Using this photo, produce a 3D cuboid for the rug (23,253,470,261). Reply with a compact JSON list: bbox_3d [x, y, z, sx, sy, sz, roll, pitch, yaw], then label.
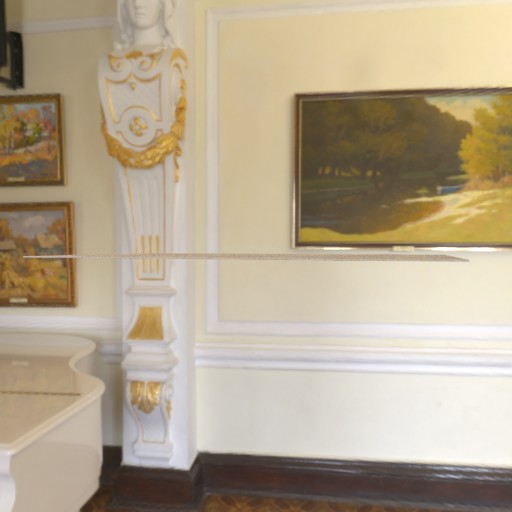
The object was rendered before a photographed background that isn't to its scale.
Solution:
[{"bbox_3d":[0.000,0.000,2.983,2.442,0.016,1.527,0,1,19],"label":"rug"}]
